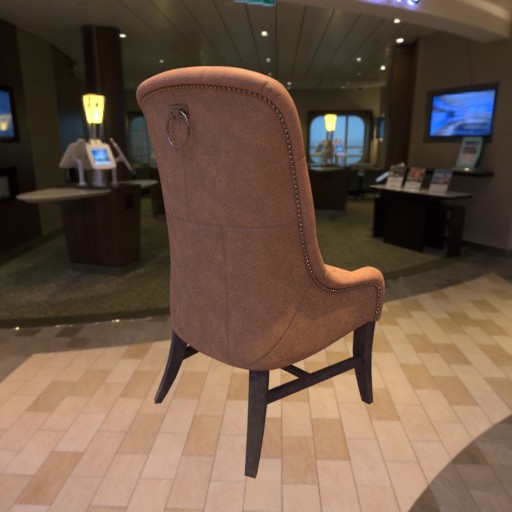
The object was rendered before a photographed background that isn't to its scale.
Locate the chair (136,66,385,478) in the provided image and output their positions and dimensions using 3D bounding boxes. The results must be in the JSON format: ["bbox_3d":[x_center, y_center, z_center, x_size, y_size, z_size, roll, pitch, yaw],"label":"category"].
[{"bbox_3d":[0.000,0.000,1.459,0.629,1.091,0.634,-13,20,-42],"label":"chair"}]
